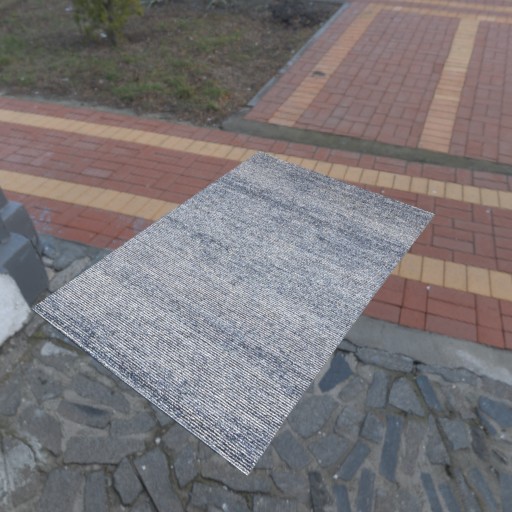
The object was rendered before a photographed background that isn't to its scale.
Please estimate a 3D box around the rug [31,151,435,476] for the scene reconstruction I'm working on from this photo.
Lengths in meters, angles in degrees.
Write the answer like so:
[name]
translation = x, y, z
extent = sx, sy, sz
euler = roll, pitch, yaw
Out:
[rug]
translation = 0.000, 0.000, 2.985
extent = 1.624, 0.030, 2.349
euler = 26, 49, 26
